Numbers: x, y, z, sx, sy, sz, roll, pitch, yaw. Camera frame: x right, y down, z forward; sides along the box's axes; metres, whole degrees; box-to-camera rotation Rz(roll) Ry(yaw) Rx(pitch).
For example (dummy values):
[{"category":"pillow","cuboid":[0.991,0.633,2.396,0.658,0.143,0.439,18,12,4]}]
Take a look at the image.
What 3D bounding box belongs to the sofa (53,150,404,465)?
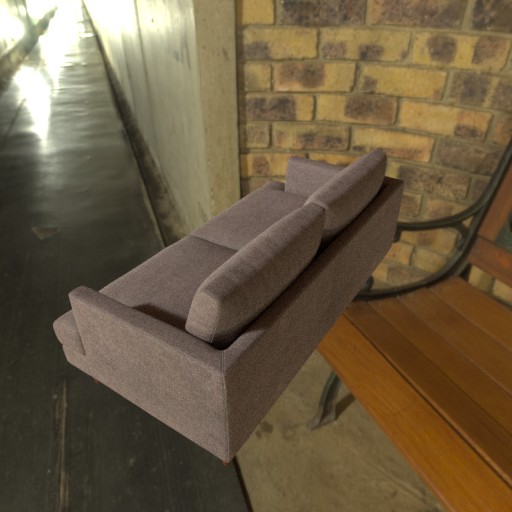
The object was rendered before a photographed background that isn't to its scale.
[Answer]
[{"category":"sofa","cuboid":[0.000,0.000,2.496,1.020,0.868,1.948,20,38,27]}]
